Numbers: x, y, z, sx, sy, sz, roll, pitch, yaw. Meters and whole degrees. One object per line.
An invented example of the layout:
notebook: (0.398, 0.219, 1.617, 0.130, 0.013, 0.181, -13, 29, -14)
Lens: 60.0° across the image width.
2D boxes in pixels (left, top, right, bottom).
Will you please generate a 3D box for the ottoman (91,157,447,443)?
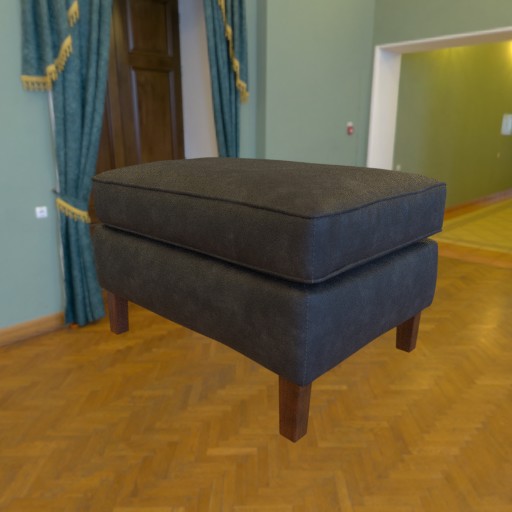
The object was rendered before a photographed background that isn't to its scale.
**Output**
ottoman: (0.000, 0.000, 1.003, 0.665, 0.413, 0.501, 15, 22, 42)
